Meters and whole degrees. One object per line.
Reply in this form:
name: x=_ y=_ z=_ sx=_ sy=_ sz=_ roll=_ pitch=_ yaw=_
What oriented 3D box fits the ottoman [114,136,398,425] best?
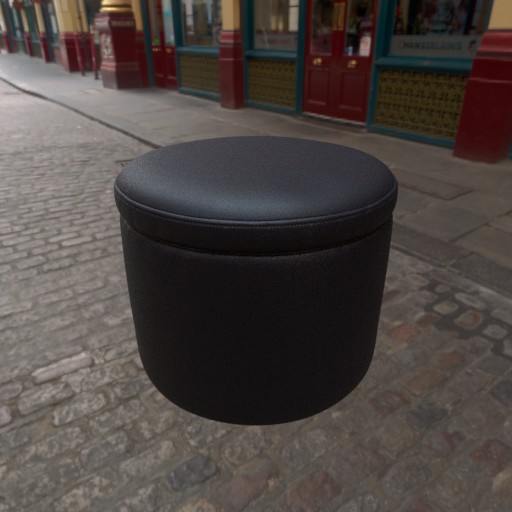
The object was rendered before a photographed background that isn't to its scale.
ottoman: x=0.000 y=0.000 z=0.882 sx=0.501 sy=0.409 sz=0.501 roll=0 pitch=26 yaw=0
